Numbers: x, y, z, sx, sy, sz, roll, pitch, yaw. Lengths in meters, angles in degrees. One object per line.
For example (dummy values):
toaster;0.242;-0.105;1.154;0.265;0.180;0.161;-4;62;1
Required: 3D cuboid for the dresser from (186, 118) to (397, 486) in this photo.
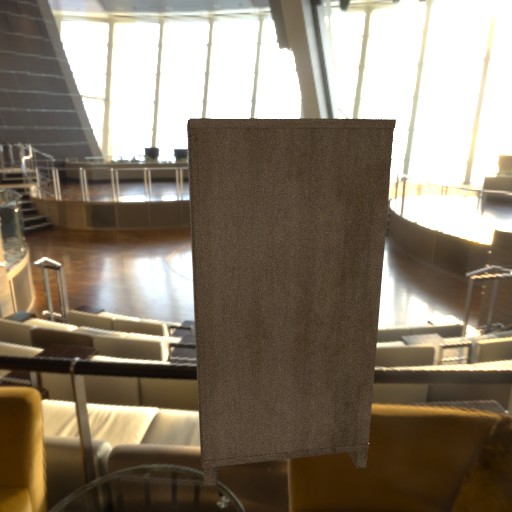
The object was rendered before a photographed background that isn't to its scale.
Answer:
dresser;0.000;0.000;1.418;0.404;0.816;0.994;-2;16;-8
